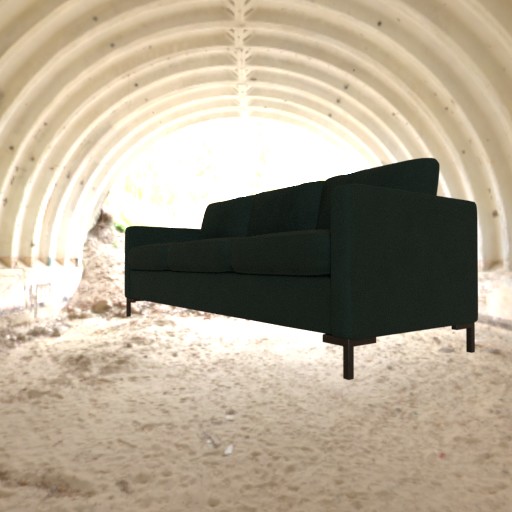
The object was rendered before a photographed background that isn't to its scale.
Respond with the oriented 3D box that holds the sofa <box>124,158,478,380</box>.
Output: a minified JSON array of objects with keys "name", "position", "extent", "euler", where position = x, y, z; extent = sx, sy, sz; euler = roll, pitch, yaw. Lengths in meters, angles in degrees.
[{"name":"sofa","position":[0.000,0.000,2.613],"extent":[0.859,0.870,2.218],"euler":[1,-1,-36]}]
